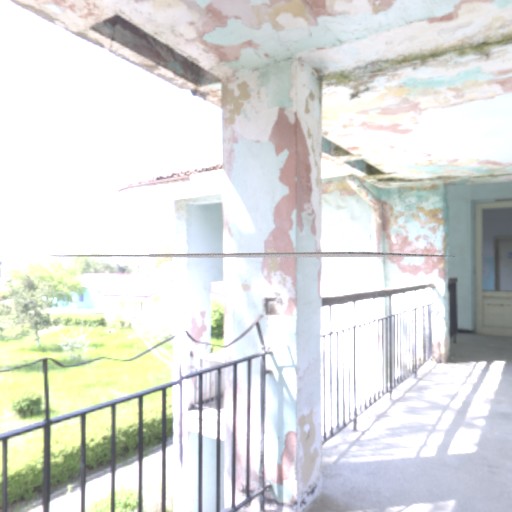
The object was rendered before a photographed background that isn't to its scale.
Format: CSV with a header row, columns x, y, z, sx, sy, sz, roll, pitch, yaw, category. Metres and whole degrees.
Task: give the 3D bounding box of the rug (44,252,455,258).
x,y,z,sx,sy,sz,roll,pitch,yaw,category
0.000,0.000,4.167,3.043,0.013,2.444,0,-1,35,rug
